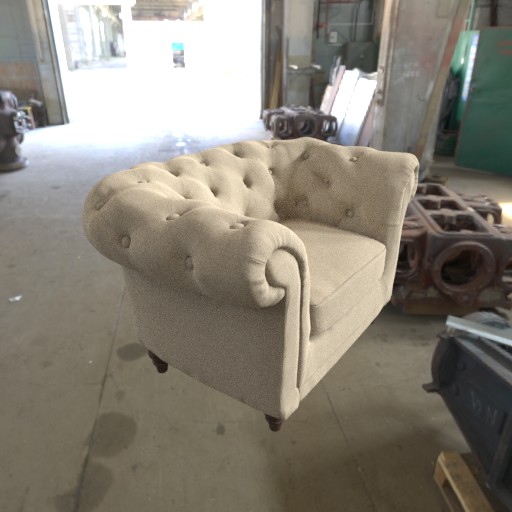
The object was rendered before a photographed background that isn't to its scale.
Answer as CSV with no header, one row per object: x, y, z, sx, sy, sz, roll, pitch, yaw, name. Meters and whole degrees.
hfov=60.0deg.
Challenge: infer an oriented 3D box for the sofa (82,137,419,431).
0.000,0.000,2.018,1.034,0.878,1.405,17,30,32,sofa
